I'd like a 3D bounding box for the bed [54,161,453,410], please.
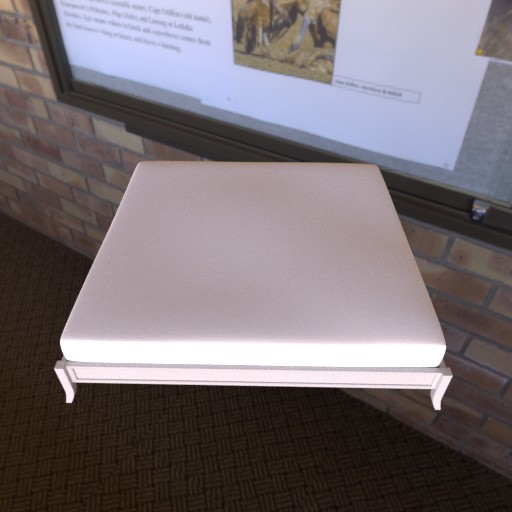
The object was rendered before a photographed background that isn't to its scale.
[{"bbox_3d":[0.000,0.000,3.089,2.108,0.510,2.007,1,41,1],"label":"bed"}]
